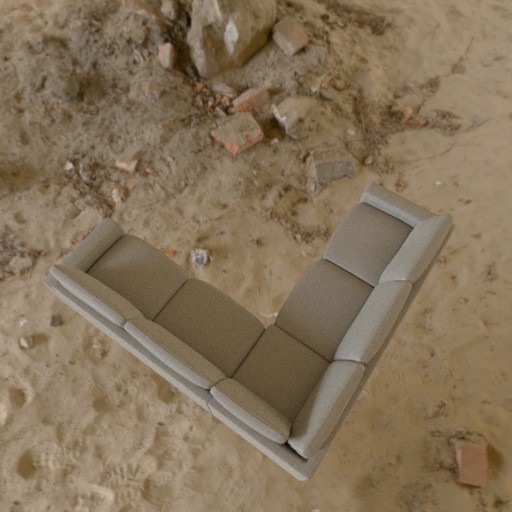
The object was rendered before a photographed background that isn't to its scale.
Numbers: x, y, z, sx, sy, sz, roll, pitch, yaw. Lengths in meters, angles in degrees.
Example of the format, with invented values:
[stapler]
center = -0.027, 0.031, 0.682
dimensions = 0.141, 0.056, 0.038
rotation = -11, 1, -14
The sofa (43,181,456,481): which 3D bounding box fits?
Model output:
[sofa]
center = 0.000, 0.000, 4.072
dimensions = 2.742, 0.800, 2.622
rotation = 32, 67, 15
